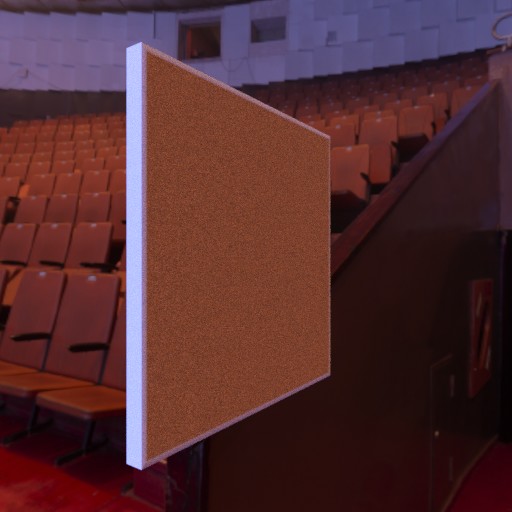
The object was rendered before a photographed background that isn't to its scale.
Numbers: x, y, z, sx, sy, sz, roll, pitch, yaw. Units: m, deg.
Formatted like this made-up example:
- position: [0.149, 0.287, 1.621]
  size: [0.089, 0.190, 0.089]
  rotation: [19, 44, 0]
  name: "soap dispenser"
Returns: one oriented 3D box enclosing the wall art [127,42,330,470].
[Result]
- position: [0.000, 0.000, 1.117]
  size: [0.041, 0.765, 0.768]
  rotation: [0, 0, 35]
  name: "wall art"
